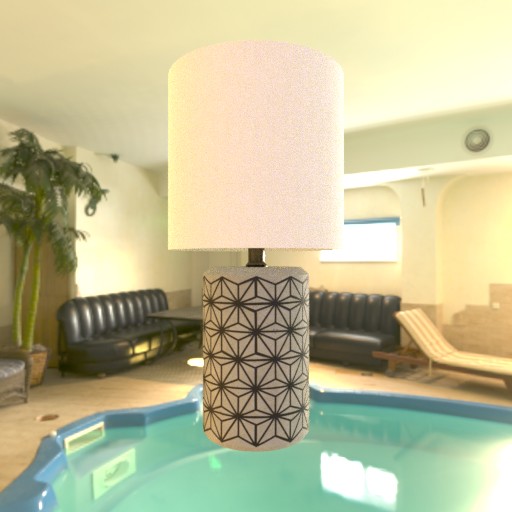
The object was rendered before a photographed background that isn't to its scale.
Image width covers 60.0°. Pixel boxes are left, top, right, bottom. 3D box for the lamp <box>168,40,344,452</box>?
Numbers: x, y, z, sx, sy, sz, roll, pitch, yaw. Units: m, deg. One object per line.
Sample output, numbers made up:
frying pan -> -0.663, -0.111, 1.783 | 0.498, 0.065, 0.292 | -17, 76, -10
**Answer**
lamp -> 0.000, 0.000, 0.530 | 0.206, 0.416, 0.206 | 0, 0, 17
